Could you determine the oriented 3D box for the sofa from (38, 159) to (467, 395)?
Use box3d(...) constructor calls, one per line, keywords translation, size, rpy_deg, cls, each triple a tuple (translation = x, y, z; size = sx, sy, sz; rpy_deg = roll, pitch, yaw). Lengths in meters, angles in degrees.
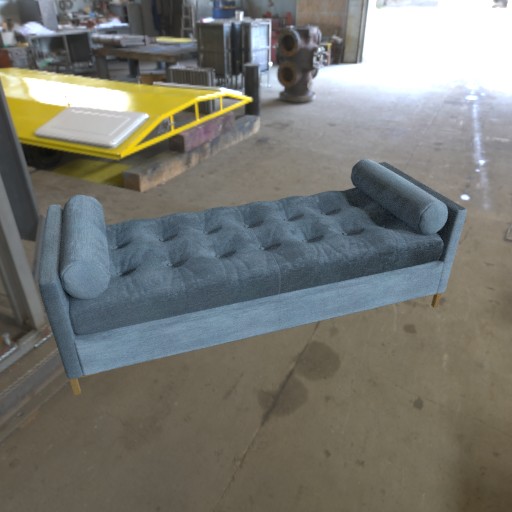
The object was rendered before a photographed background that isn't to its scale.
box3d(translation=(0.000, 0.000, 2.484), size=(2.102, 0.705, 0.796), rpy_deg=(-10, 33, -16), cls="sofa")
